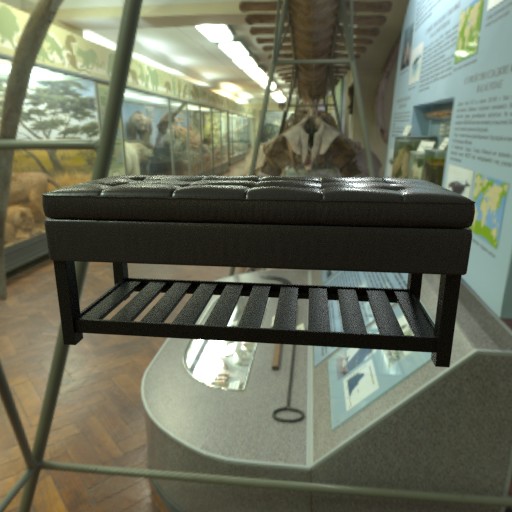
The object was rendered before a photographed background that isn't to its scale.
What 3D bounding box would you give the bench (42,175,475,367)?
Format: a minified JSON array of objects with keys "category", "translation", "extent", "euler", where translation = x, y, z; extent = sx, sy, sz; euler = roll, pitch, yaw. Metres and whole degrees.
[{"category":"bench","translation":[0.000,0.000,1.358],"extent":[1.105,0.460,0.432],"euler":[2,16,7]}]
